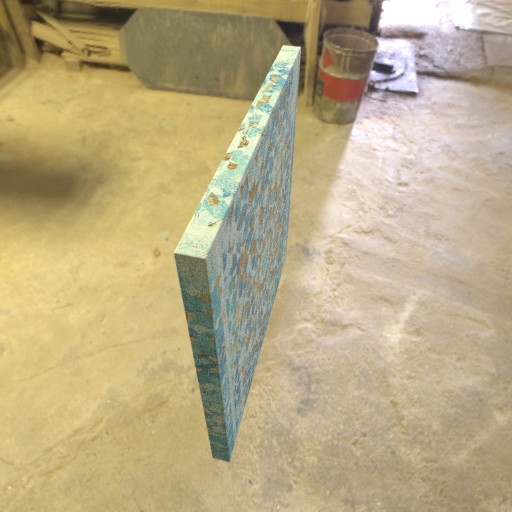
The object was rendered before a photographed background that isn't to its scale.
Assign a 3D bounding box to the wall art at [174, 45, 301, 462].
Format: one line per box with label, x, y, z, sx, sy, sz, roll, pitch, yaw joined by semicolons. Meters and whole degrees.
wall art;0.000;0.000;0.908;0.040;0.609;0.609;10;47;10
